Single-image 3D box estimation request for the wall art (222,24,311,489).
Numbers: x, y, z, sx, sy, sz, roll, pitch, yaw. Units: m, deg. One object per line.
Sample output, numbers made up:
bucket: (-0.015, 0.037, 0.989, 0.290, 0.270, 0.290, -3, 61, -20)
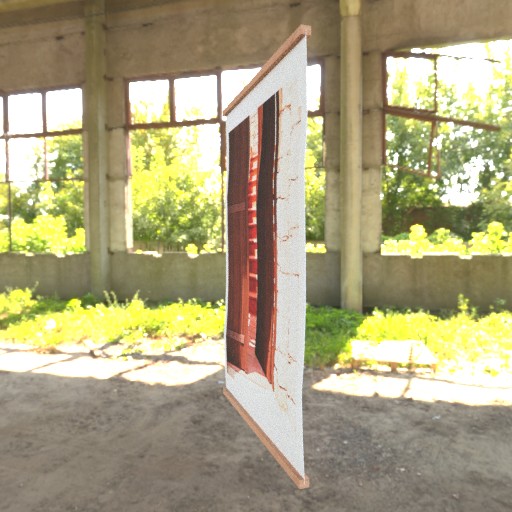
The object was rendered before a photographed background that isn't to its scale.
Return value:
wall art: (0.000, 0.000, 0.643, 0.012, 0.508, 0.332, -1, 2, -19)
